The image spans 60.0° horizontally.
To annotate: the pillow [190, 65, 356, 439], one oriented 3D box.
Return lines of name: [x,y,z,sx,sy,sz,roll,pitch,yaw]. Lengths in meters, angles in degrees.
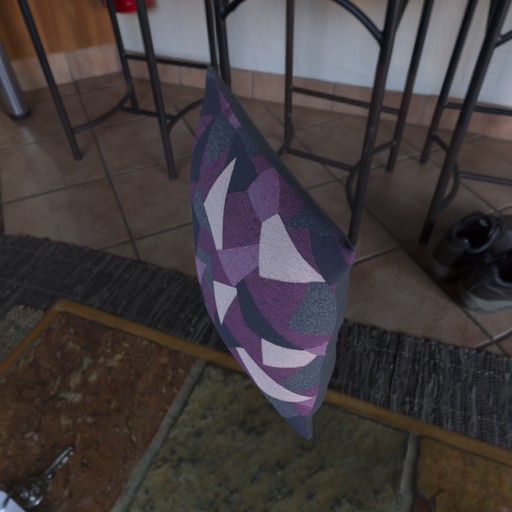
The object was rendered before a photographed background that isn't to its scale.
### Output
pillow: [0.000,0.000,0.794,0.208,0.496,0.503,-16,48,-15]
